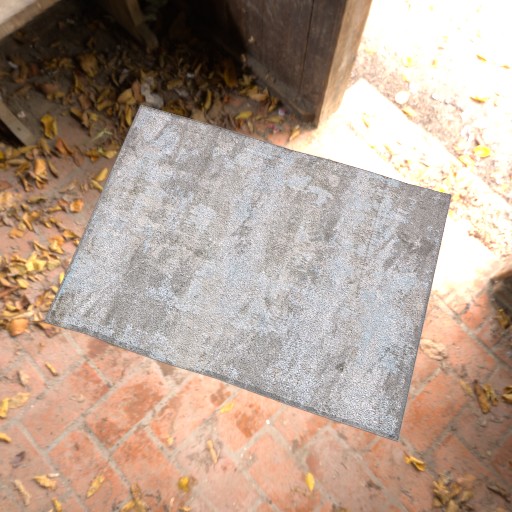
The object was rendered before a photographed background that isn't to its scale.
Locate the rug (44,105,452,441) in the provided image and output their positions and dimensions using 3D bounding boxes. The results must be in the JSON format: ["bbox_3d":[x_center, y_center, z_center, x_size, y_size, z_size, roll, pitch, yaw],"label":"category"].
[{"bbox_3d":[0.000,0.000,4.212,3.307,0.013,2.393,17,75,5],"label":"rug"}]
